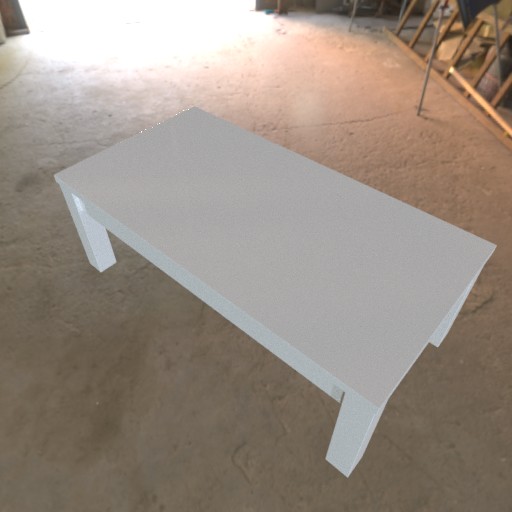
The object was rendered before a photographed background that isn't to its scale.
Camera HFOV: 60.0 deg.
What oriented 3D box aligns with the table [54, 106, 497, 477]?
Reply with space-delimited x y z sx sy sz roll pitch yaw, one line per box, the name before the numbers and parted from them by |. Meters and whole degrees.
table | 0.000 0.000 1.653 1.350 0.470 0.700 32 54 28
